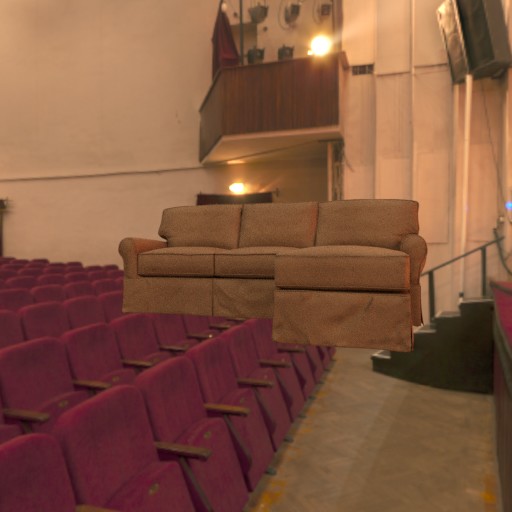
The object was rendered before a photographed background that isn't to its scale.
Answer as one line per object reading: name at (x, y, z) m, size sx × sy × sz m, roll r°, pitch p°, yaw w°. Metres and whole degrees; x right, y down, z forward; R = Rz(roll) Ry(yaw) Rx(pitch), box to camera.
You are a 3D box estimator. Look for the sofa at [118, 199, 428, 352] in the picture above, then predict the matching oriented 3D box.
sofa at (0.000, 0.000, 3.411) m, size 2.475 × 0.978 × 1.733 m, roll 0°, pitch 1°, yaw 18°
